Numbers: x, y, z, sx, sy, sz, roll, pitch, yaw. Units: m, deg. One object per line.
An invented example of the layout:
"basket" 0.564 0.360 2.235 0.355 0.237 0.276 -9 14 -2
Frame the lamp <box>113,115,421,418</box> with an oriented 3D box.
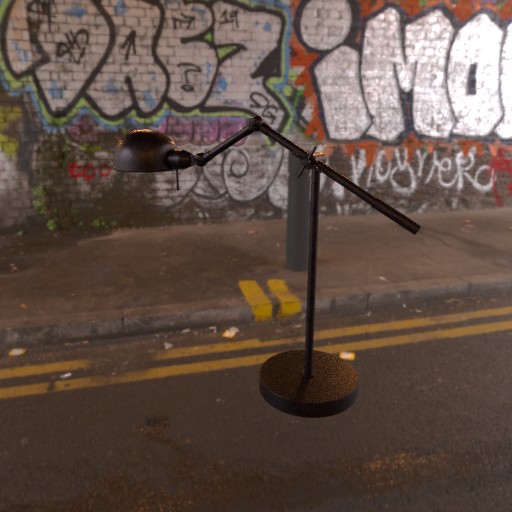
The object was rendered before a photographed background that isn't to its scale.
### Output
"lamp" 0.000 0.000 0.821 0.567 0.495 0.185 8 18 24
